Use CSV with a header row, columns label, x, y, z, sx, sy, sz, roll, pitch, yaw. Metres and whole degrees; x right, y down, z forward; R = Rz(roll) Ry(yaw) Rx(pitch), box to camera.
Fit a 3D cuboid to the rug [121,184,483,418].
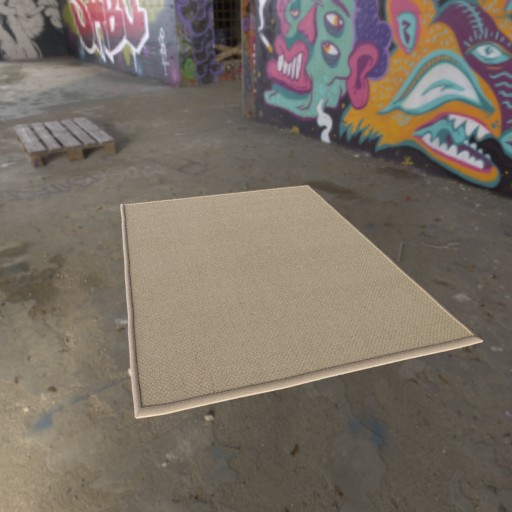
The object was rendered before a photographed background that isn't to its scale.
label,x,y,z,sx,sy,sz,roll,pitch,yaw
rug,0.000,0.000,2.655,1.525,0.020,2.081,-8,31,-14
